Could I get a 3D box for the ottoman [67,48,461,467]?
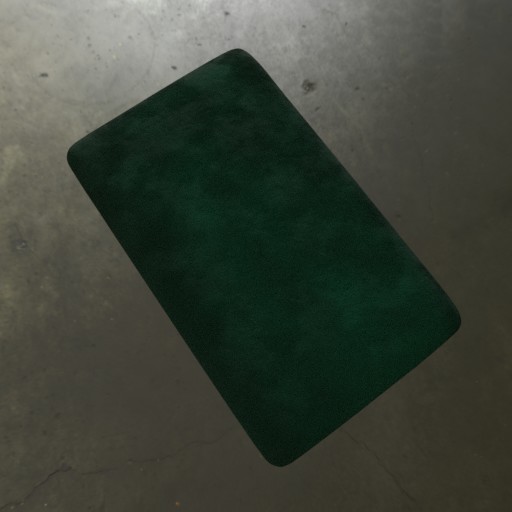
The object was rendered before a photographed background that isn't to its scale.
[{"bbox_3d":[0.000,0.000,1.227,0.536,0.533,0.886,-35,79,-8],"label":"ottoman"}]
